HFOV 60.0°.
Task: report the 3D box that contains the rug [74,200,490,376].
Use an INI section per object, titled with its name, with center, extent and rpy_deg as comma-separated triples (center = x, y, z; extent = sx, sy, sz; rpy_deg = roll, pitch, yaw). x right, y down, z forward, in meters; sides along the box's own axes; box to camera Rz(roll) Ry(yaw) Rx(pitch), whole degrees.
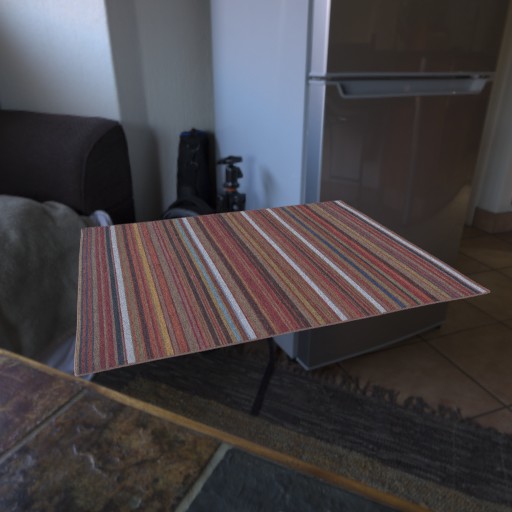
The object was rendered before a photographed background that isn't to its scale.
[rug]
center = 0.000, 0.000, 4.097
extent = 3.092, 0.023, 2.479
rpy_deg = -8, 26, -17
